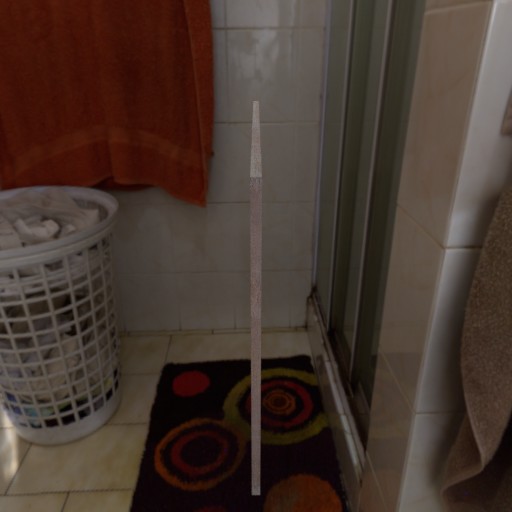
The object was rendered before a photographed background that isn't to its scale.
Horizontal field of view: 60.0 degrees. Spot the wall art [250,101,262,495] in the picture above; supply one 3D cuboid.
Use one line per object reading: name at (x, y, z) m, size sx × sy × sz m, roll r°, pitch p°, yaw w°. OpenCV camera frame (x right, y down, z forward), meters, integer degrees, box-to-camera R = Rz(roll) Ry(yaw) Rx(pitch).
wall art at (0.000, 0.000, 1.342) m, size 0.019 × 0.774 × 1.012 m, roll 0°, pitch 26°, yaw 0°
